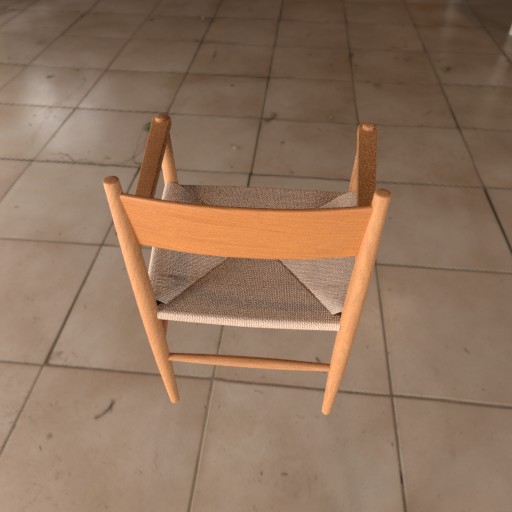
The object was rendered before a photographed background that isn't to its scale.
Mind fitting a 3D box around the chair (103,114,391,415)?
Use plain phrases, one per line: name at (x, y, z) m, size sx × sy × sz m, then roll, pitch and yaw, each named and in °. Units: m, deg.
chair at (0.000, 0.000, 1.112) m, size 0.556 × 0.762 × 0.495 m, roll 3°, pitch 46°, yaw 3°
